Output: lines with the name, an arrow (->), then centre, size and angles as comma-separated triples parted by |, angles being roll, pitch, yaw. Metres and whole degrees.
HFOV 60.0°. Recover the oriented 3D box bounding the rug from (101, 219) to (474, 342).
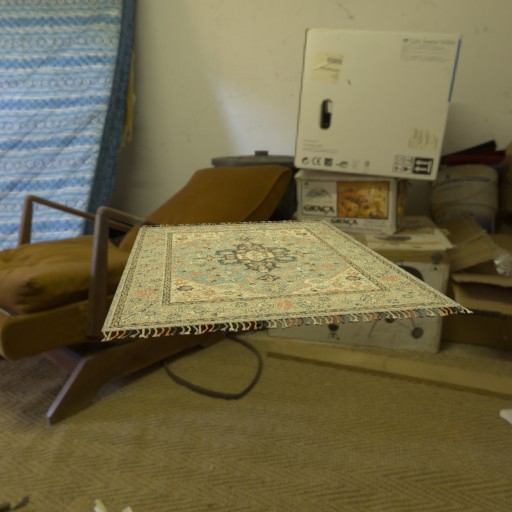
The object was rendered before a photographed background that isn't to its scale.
rug -> 0.000, 0.000, 3.506 | 1.971, 0.010, 2.651 | -3, 16, -9
